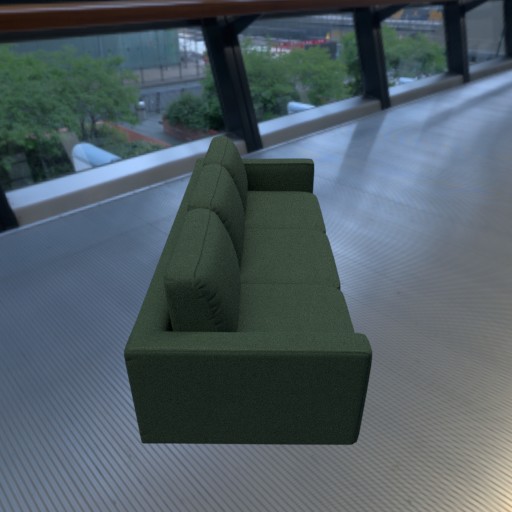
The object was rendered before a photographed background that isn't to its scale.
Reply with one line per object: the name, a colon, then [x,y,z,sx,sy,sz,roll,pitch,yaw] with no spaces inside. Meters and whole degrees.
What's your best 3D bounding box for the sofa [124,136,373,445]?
sofa: [0.000,0.000,2.470,0.879,0.899,2.029,0,31,0]
